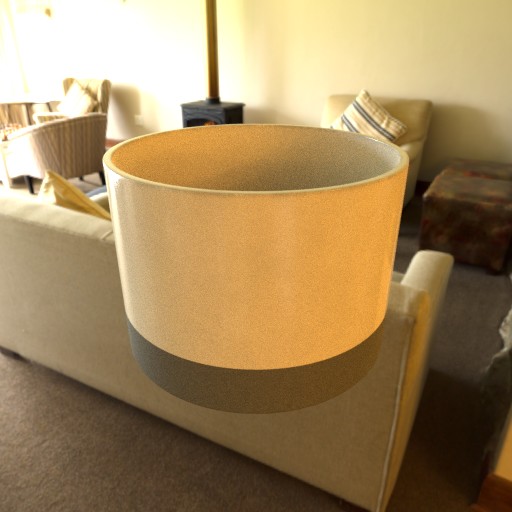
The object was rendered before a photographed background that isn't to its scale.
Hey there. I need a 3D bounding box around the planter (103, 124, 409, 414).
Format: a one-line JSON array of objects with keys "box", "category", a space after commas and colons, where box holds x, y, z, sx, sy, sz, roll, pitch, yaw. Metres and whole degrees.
[{"box": [0.000, 0.000, 0.217, 0.128, 0.105, 0.128, 0, 26, 0], "category": "planter"}]
